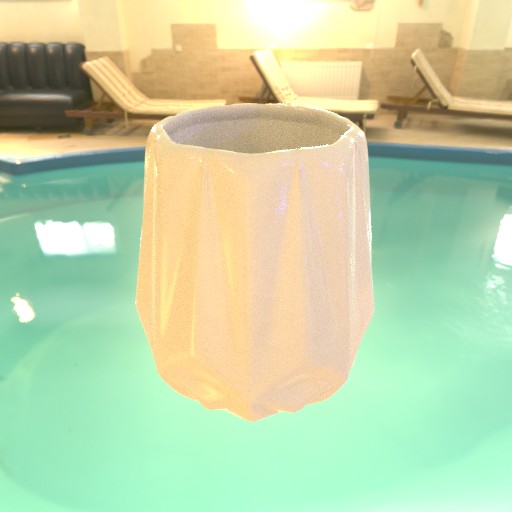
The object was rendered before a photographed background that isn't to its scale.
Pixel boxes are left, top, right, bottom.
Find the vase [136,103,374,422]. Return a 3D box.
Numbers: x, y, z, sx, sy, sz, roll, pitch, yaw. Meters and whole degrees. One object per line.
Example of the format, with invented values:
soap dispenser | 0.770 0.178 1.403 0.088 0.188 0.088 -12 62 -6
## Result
vase | 0.000 0.000 0.256 0.141 0.152 0.141 0 31 0
